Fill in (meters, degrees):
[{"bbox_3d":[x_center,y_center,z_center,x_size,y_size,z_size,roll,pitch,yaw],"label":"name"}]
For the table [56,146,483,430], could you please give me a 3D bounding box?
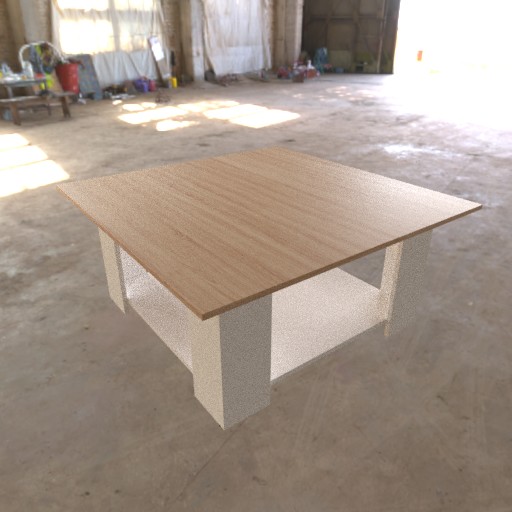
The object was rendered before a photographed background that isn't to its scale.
[{"bbox_3d":[0.000,0.000,1.044,0.670,0.305,0.670,-19,32,-32],"label":"table"}]
